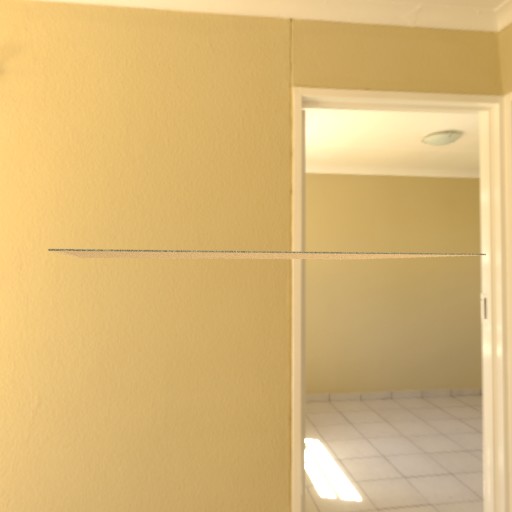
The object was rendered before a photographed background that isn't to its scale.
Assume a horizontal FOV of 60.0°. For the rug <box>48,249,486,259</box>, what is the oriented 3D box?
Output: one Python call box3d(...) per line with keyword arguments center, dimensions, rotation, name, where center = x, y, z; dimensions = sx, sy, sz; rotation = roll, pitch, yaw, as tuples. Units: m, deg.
box3d(center=(0.000, 0.000, 2.219), dimensions=(1.752, 0.006, 1.142), rotation=(0, -1, -18), name="rug")
